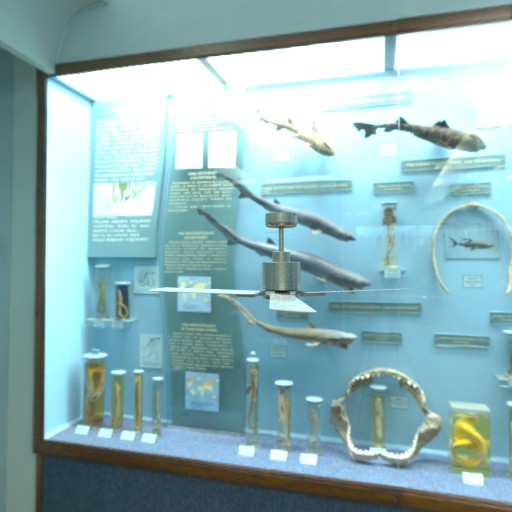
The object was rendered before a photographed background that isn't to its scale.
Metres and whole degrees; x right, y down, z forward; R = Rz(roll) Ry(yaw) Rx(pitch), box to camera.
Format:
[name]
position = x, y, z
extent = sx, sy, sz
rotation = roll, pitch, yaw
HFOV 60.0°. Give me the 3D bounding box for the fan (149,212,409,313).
[fan]
position = 0.000, 0.000, 2.304
extent = 1.531, 0.446, 1.561
rotation = 0, -1, 18
